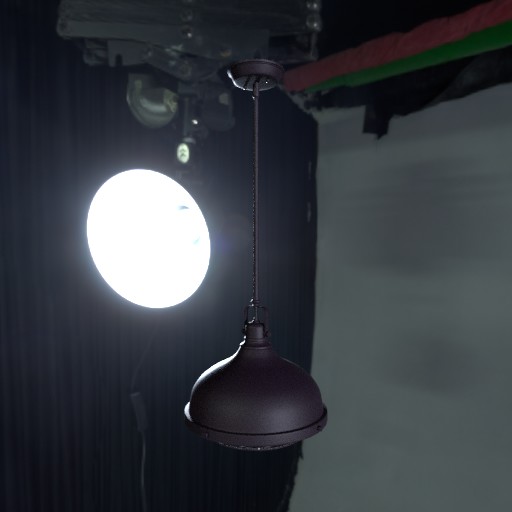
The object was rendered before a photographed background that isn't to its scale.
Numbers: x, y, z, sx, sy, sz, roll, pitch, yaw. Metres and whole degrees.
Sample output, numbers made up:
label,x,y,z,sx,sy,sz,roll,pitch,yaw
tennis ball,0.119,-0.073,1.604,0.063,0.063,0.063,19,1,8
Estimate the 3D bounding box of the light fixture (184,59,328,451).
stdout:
label,x,y,z,sx,sy,sz,roll,pitch,yaw
light fixture,0.000,0.000,1.020,0.341,0.849,0.341,0,0,37
